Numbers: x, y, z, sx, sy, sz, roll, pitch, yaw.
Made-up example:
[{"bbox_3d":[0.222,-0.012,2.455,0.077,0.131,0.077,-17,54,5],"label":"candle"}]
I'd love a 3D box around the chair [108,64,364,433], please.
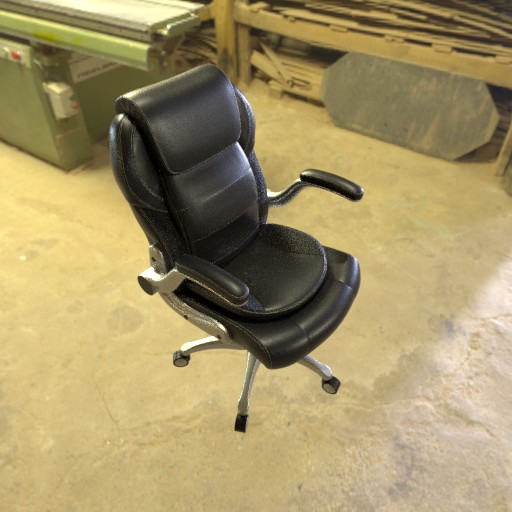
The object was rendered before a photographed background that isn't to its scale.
[{"bbox_3d":[0.000,0.000,1.625,0.801,1.141,0.724,28,48,28],"label":"chair"}]
